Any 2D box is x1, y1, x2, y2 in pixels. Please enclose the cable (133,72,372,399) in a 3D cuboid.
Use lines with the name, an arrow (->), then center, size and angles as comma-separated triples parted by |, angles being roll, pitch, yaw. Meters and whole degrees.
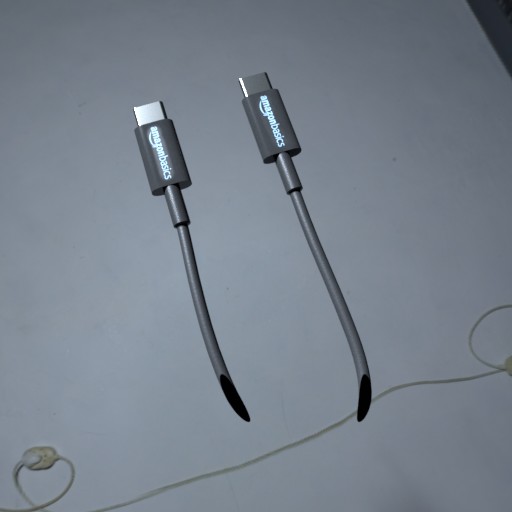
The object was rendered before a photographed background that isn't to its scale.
cable -> 0.000, 0.000, 0.109 | 0.041, 0.005, 0.098 | -17, 75, -5
